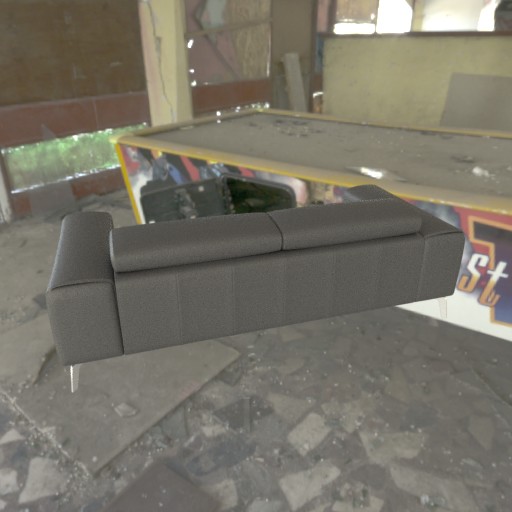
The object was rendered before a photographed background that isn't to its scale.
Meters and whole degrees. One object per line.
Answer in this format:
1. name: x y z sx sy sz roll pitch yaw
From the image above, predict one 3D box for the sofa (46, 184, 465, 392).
1. sofa: 0.000 0.000 2.817 2.321 0.759 1.023 -8 27 -16
